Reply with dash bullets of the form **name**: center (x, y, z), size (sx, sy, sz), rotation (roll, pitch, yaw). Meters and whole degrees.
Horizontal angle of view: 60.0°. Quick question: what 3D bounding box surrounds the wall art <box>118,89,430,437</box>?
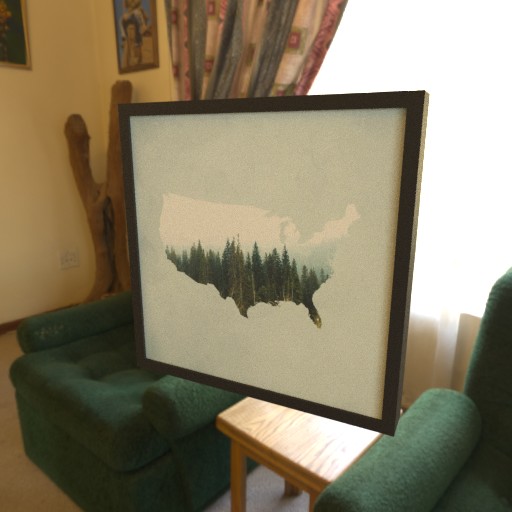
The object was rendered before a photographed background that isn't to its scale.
- **wall art**: center (0.000, 0.000, 0.455), size (0.304, 0.304, 0.038), rotation (7, 16, 25)
